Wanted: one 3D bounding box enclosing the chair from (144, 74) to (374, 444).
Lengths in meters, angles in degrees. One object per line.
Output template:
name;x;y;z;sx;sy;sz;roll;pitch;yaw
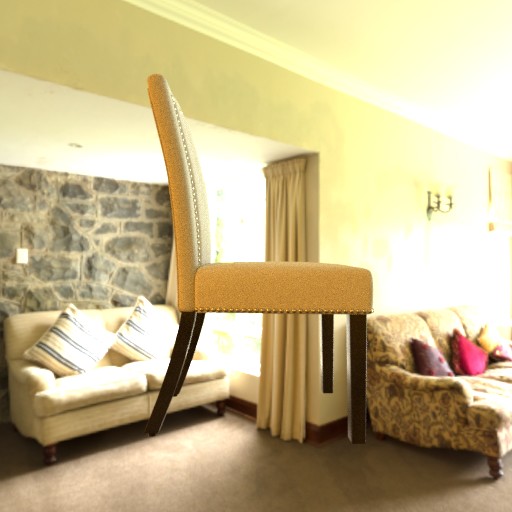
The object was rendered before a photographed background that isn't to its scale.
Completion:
chair;0.000;0.000;1.345;0.589;0.946;0.518;0;-1;-1
